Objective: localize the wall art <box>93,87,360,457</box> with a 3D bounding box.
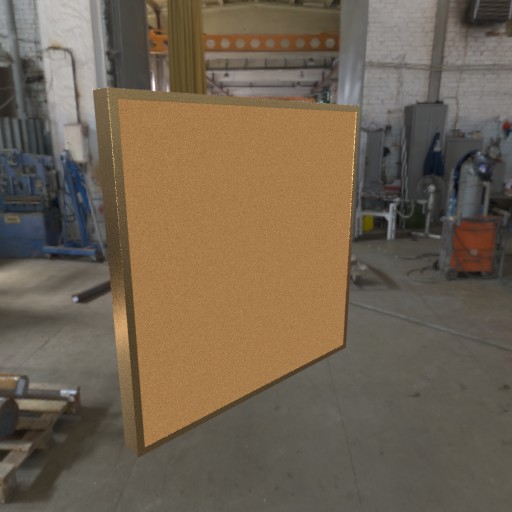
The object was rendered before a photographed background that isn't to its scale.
[{"bbox_3d":[0.000,0.000,0.763,0.509,0.509,0.040,-14,21,-41],"label":"wall art"}]
